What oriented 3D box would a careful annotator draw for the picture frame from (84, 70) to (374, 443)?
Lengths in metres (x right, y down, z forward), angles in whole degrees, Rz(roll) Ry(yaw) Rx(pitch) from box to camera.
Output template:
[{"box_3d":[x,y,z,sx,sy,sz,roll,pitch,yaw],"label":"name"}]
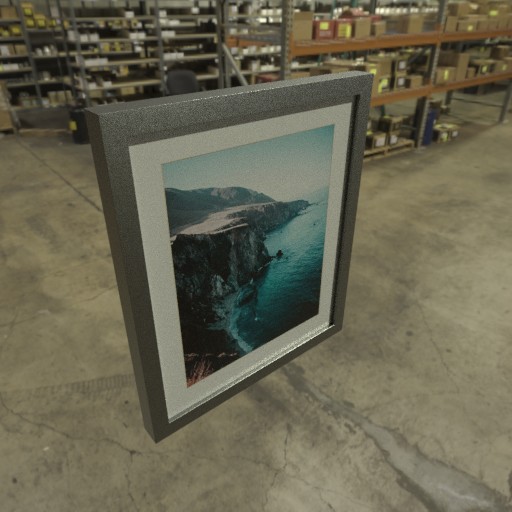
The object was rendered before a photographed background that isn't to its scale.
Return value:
[{"box_3d":[0.000,0.000,1.342,0.839,0.968,0.073,-22,37,-33],"label":"picture frame"}]
